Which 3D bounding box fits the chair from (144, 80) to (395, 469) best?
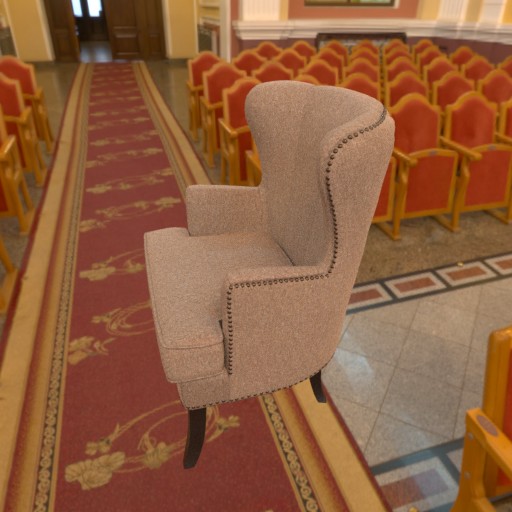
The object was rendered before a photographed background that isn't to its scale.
[{"bbox_3d":[0.000,0.000,1.563,0.758,1.060,0.759,-8,31,-14],"label":"chair"}]
